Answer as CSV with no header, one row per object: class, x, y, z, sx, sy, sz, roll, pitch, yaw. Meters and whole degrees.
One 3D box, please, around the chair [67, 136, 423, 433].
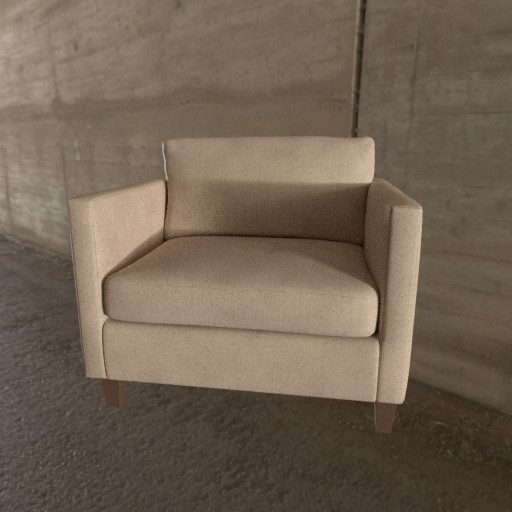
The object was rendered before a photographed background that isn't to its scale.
chair,0.000,0.000,1.830,1.133,0.961,0.959,2,15,9
